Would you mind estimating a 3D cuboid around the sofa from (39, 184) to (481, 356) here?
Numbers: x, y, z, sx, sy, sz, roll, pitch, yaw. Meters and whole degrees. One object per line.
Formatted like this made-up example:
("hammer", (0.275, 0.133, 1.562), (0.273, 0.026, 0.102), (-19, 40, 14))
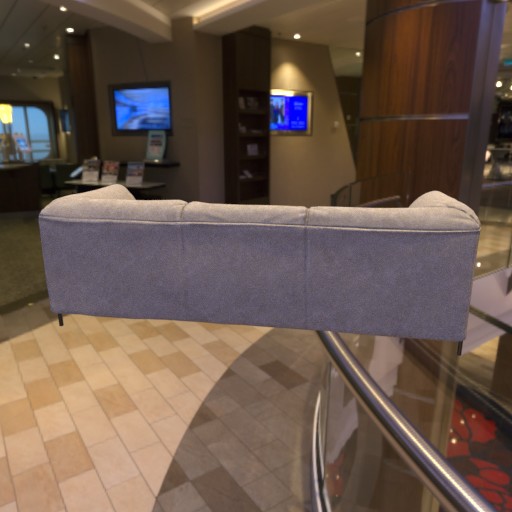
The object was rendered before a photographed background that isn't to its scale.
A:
("sofa", (0.000, 0.000, 2.644), (2.238, 0.758, 0.899), (3, 16, 9))
